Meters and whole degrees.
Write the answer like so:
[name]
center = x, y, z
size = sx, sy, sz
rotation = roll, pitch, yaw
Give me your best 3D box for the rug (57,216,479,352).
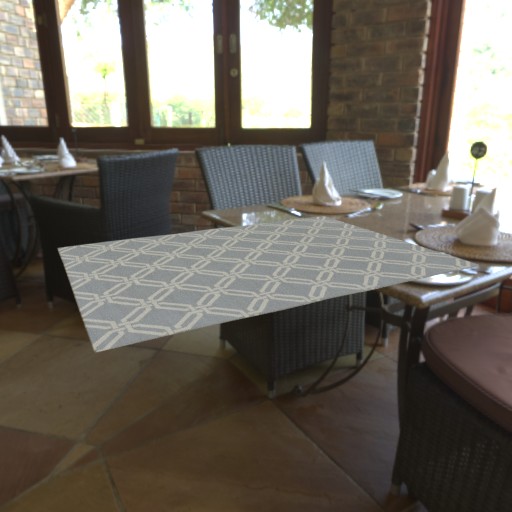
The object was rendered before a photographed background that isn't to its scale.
[rug]
center = 0.000, 0.000, 2.726
size = 2.133, 0.013, 1.522
rotation = -9, 19, -27
